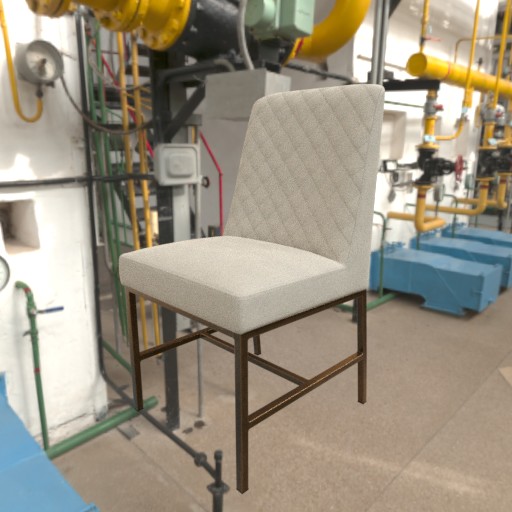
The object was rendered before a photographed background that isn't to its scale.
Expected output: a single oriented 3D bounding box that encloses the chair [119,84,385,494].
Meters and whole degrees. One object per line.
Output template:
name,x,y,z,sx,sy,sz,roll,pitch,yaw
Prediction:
chair,0.000,0.000,1.250,0.597,0.933,0.503,-14,20,-43
